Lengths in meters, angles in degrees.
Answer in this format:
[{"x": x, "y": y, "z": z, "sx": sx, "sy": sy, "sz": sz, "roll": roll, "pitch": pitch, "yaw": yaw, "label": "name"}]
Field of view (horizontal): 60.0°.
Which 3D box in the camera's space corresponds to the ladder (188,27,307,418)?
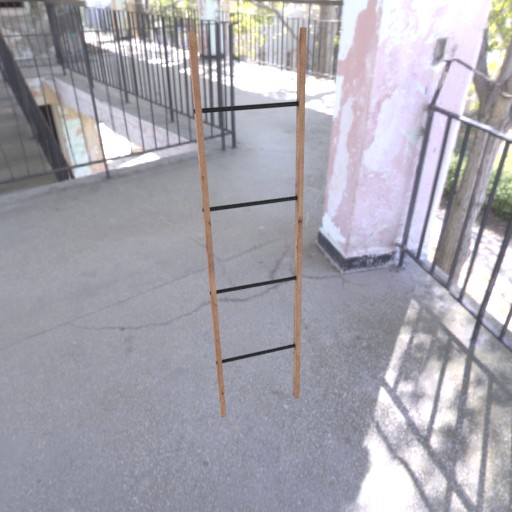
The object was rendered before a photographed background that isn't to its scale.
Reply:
[{"x": 0.000, "y": 0.000, "z": 1.987, "sx": 0.442, "sy": 1.805, "sz": 0.200, "roll": -9, "pitch": 33, "yaw": -15, "label": "ladder"}]
